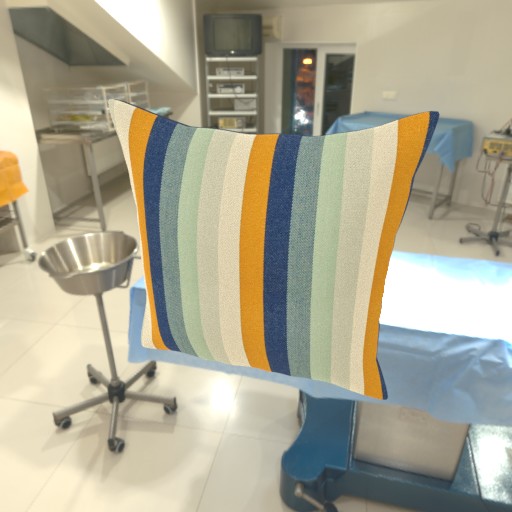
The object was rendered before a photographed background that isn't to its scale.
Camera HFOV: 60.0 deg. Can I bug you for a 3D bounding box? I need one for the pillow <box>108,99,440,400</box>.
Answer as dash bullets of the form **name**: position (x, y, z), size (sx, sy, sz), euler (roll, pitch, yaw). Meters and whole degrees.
- **pillow**: position (0.000, 0.000, 0.694), size (0.463, 0.454, 0.173), euler (8, 27, 16)
